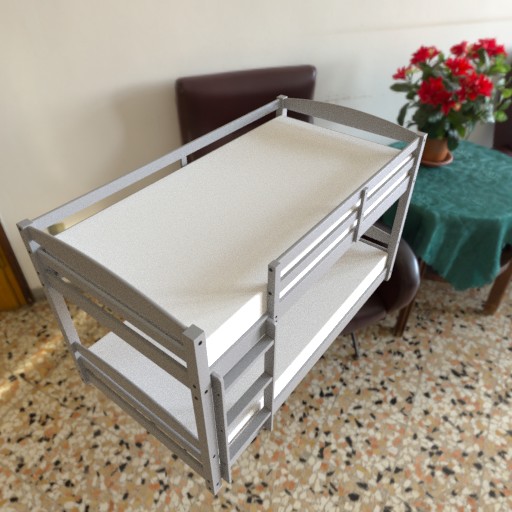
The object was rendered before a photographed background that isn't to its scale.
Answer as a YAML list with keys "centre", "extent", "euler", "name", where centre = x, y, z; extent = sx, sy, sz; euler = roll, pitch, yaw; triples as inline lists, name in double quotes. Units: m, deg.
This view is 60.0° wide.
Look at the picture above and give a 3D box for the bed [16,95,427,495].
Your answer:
- centre: [0.000, 0.000, 2.645]
  extent: [1.105, 1.206, 2.013]
  euler: [26, 46, 28]
  name: "bed"
